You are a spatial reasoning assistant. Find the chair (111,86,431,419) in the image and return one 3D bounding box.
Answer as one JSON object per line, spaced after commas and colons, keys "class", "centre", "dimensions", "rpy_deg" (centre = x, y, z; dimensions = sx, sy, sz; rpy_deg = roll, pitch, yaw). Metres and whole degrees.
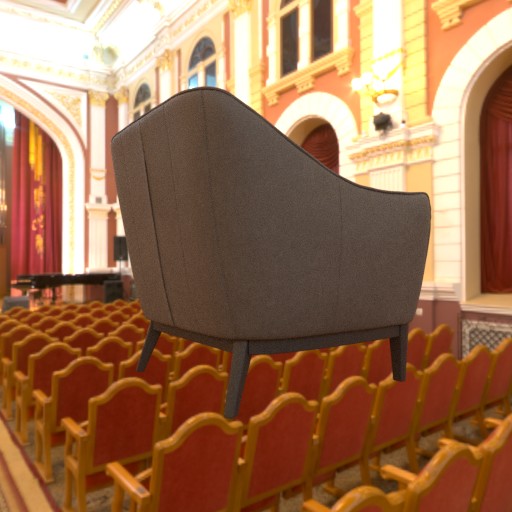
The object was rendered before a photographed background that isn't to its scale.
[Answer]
{"class": "chair", "centre": [0.000, 0.000, 1.548], "dimensions": [0.852, 0.830, 0.871], "rpy_deg": [1, -1, -37]}
